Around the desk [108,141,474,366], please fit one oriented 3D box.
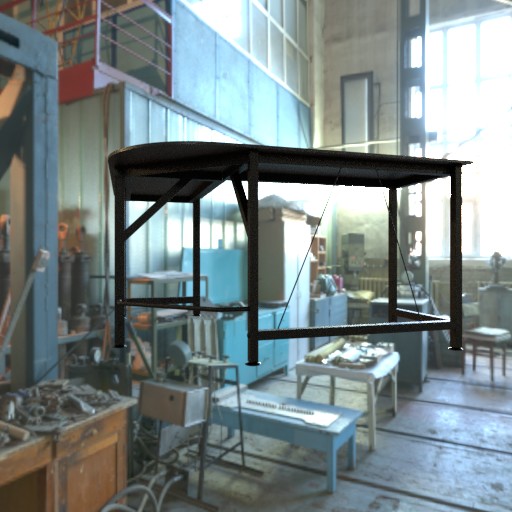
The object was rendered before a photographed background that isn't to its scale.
[{"bbox_3d":[0.000,0.000,2.242,1.400,0.762,1.400,0,0,-17],"label":"desk"}]
